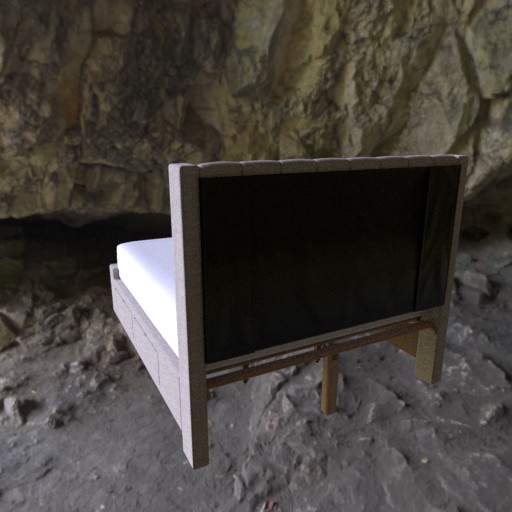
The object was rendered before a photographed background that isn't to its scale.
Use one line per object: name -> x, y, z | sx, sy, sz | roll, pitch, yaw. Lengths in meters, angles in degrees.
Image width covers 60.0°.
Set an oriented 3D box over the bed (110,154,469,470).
bed -> 0.000, 0.000, 3.774 | 2.044, 1.748, 2.372 | -8, 18, -27
